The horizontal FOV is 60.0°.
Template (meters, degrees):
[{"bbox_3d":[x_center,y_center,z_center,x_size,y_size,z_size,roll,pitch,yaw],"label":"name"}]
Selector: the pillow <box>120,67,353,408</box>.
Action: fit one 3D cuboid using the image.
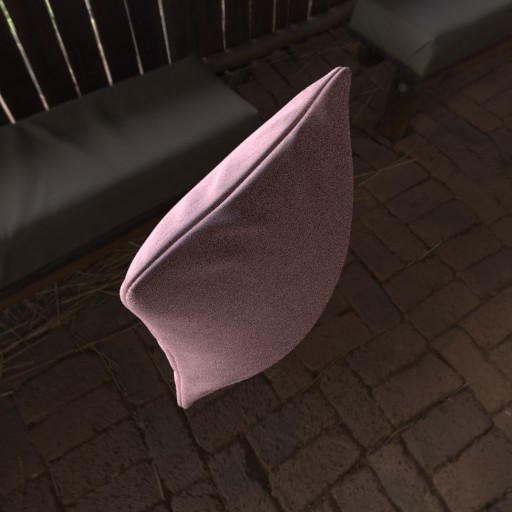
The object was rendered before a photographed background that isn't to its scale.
[{"bbox_3d":[0.000,0.000,0.674,0.246,0.415,0.432,30,62,18],"label":"pillow"}]
